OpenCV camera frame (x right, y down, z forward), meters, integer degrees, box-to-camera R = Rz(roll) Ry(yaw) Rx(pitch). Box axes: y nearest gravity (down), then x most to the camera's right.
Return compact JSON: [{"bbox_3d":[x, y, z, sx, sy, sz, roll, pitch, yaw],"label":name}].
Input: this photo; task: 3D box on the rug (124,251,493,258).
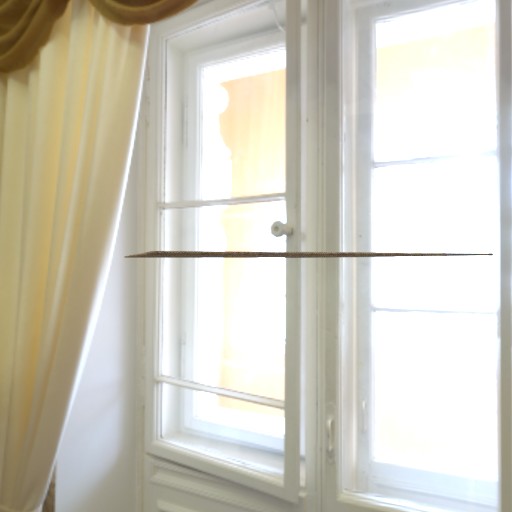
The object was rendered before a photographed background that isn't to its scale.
[{"bbox_3d":[0.000,0.000,2.871,1.547,0.013,2.283,0,-1,-19],"label":"rug"}]
